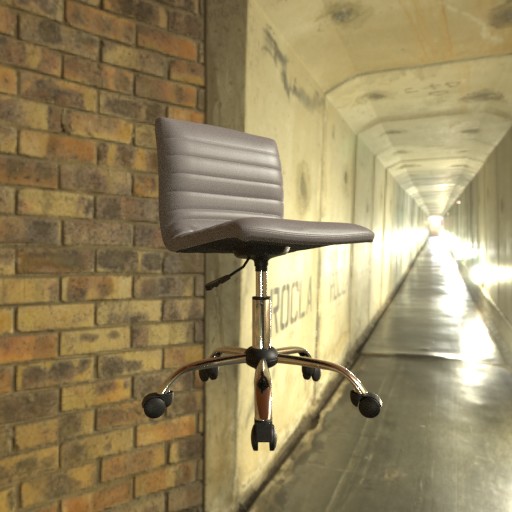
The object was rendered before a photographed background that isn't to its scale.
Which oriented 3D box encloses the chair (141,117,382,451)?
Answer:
[{"bbox_3d":[0.000,0.000,1.142,0.569,0.750,0.542,0,0,-36],"label":"chair"}]
